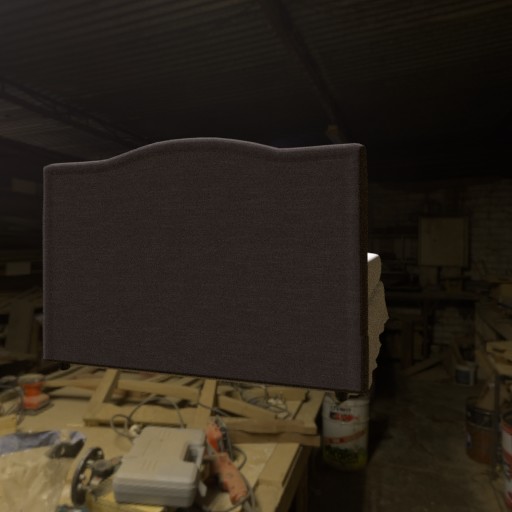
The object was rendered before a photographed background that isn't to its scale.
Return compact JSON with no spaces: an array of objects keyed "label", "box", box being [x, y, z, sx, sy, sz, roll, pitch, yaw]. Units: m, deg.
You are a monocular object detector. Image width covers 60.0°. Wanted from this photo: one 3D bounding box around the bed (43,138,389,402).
[{"label":"bed","box":[0.000,0.000,3.860,2.161,1.457,2.689,1,2,18]}]
